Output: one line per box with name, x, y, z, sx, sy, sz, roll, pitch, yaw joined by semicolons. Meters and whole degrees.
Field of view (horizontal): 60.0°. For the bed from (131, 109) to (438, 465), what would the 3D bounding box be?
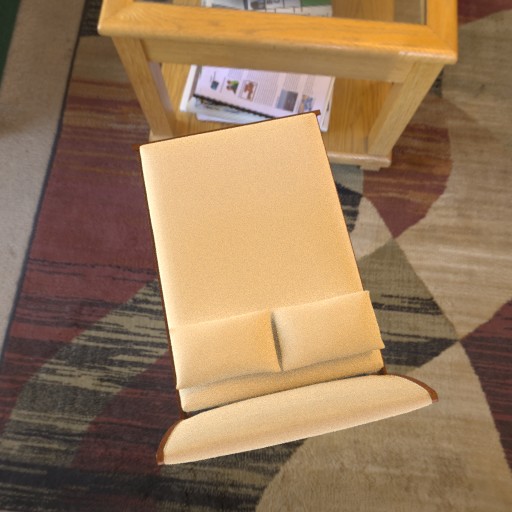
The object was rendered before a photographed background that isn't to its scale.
bed;0.000;0.000;3.249;1.612;1.250;2.380;-12;76;-3
